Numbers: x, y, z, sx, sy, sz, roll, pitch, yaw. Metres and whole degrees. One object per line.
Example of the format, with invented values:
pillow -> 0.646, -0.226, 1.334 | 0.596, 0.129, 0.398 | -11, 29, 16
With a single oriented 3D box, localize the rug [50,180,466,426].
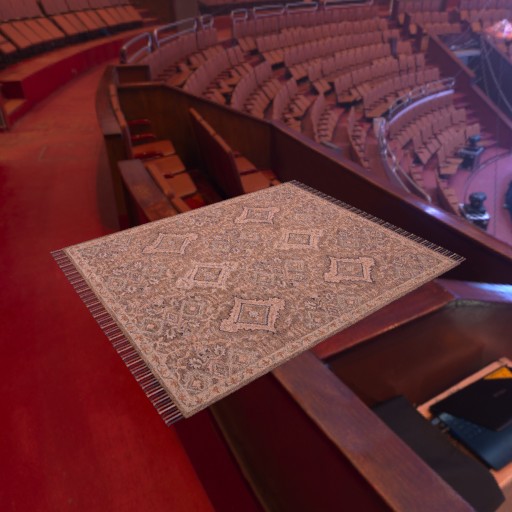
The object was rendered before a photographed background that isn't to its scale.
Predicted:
rug -> 0.000, 0.000, 4.147 | 3.056, 0.010, 2.437 | -21, 37, -31
